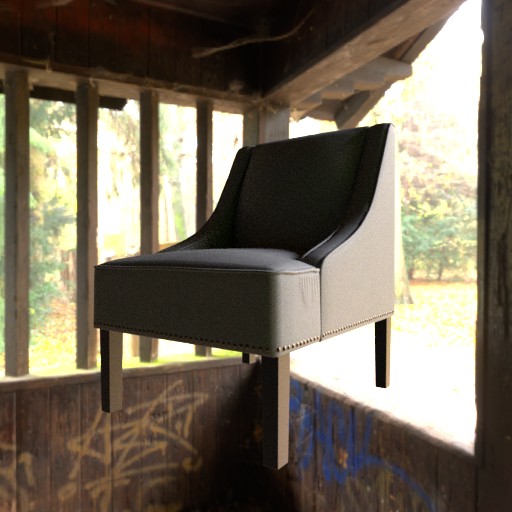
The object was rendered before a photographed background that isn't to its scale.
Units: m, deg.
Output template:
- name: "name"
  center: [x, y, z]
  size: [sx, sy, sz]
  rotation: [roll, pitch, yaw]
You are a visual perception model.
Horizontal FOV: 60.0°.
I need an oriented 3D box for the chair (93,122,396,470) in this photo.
- name: "chair"
  center: [0.000, 0.000, 1.349]
  size: [0.631, 0.867, 0.747]
  rotation: [0, 1, 35]
